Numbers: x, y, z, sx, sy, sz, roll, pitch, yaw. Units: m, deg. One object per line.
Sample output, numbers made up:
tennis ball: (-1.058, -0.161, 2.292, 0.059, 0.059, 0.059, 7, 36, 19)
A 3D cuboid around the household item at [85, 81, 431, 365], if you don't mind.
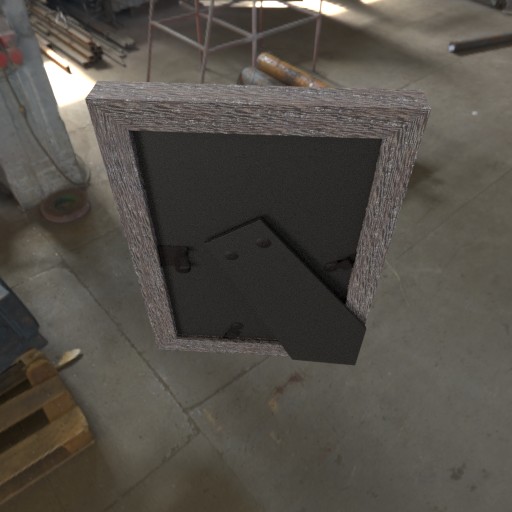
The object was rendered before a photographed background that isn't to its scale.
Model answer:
household item: (0.000, 0.000, 0.239, 0.133, 0.180, 0.020, 3, 46, 2)
